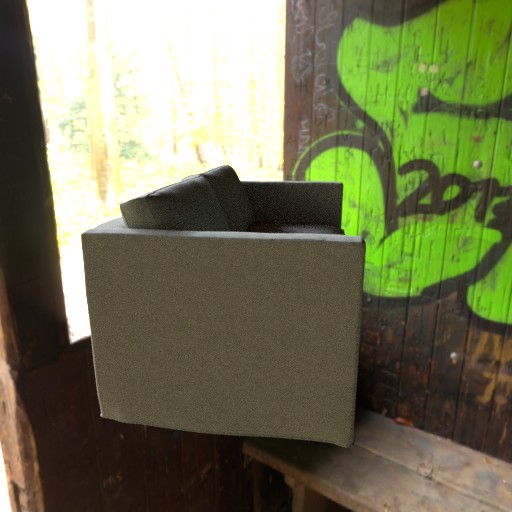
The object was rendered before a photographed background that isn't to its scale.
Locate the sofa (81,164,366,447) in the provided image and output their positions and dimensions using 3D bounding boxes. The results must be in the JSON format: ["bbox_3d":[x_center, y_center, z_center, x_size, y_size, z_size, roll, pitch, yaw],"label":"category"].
[{"bbox_3d":[0.000,0.000,2.259,0.944,0.830,1.727,2,16,8],"label":"sofa"}]
